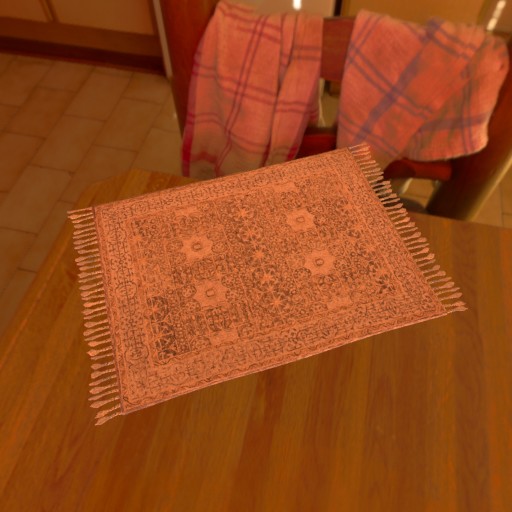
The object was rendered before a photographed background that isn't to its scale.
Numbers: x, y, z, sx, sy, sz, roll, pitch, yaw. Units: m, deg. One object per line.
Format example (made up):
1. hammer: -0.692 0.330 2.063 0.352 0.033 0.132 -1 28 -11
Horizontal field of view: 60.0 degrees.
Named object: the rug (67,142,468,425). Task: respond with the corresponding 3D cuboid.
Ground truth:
1. rug: 0.000 0.000 3.103 2.465 0.023 1.619 -15 59 -9
